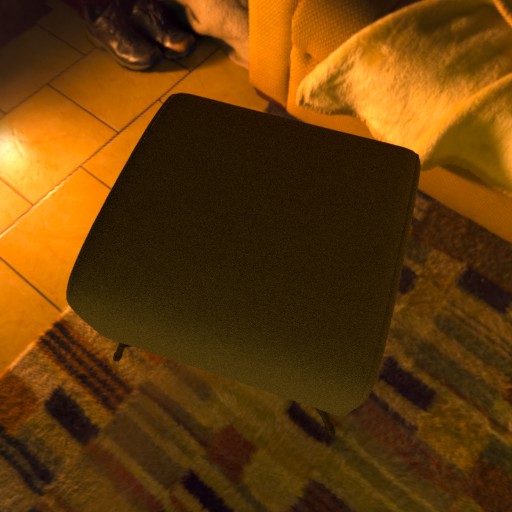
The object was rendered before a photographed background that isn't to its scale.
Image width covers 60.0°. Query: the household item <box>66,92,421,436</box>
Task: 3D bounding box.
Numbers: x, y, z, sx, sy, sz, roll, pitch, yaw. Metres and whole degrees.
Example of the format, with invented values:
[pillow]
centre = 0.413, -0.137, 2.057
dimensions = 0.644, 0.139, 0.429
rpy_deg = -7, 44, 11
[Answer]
[household item]
centre = 0.000, 0.000, 0.914
dimensions = 0.530, 0.410, 0.530
rpy_deg = 16, 66, 8
